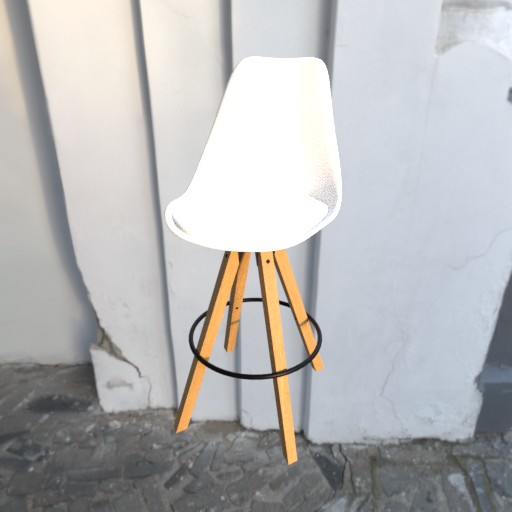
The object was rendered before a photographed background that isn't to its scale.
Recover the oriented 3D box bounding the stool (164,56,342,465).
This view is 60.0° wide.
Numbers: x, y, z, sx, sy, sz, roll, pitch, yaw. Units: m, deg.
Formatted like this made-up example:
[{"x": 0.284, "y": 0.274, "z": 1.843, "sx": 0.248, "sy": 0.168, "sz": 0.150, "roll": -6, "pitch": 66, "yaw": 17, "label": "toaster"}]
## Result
[{"x": 0.000, "y": 0.000, "z": 1.377, "sx": 0.482, "sy": 1.115, "sz": 0.549, "roll": 8, "pitch": 27, "yaw": 16, "label": "stool"}]
